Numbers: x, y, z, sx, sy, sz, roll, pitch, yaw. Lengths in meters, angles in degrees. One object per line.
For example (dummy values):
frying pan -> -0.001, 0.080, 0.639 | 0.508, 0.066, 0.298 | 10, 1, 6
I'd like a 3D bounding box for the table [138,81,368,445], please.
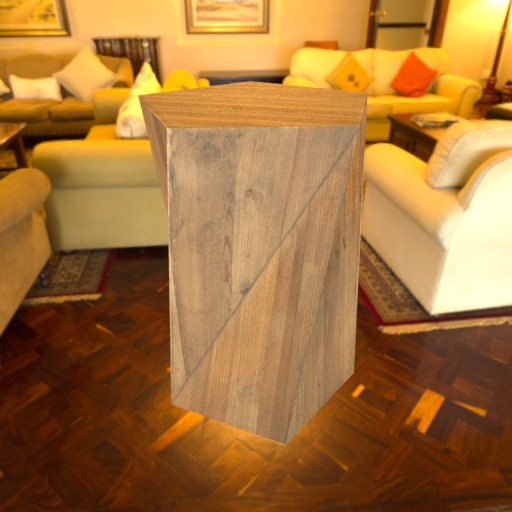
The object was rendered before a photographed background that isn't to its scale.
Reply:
table -> 0.000, 0.000, 0.899 | 0.425, 0.604, 0.441 | 19, 35, 29
